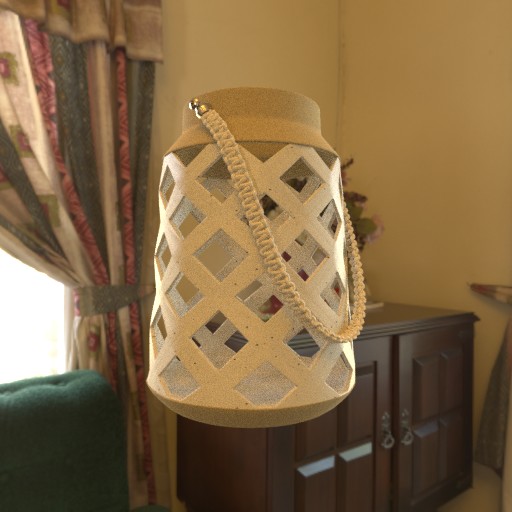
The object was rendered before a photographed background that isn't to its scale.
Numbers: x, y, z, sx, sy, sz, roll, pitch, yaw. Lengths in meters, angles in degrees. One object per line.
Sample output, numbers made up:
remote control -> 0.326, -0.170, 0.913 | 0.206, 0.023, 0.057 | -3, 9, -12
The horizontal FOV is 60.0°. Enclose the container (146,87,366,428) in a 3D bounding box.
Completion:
container -> 0.000, 0.000, 0.350 | 0.172, 0.229, 0.163 | -1, -1, 38
